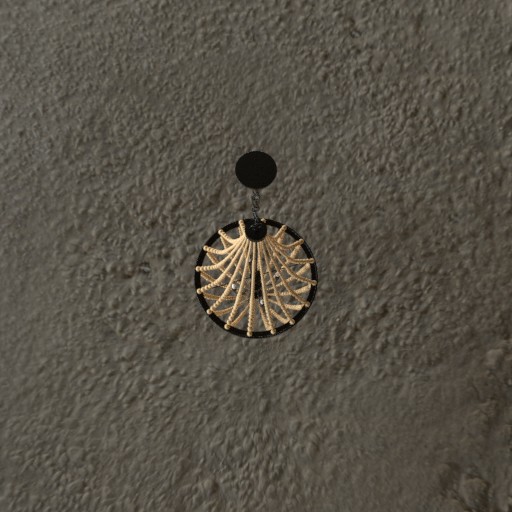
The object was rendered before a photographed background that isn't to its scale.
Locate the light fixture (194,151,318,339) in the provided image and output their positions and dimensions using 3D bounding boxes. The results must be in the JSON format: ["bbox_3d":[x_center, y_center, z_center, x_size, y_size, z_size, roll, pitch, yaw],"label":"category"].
[{"bbox_3d":[0.000,0.000,1.368,0.450,1.133,0.450,0,73,0],"label":"light fixture"}]
